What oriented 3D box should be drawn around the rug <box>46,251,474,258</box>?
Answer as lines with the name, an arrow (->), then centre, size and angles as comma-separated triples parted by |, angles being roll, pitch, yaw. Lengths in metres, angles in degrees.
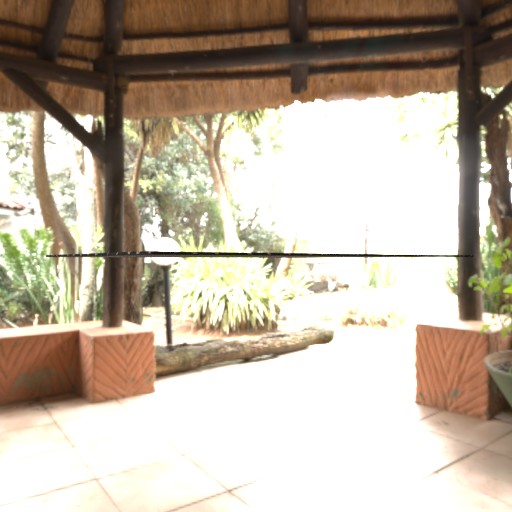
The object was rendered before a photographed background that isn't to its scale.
rug -> 0.000, 0.000, 4.018 | 3.047, 0.022, 2.439 | 0, -1, -37
